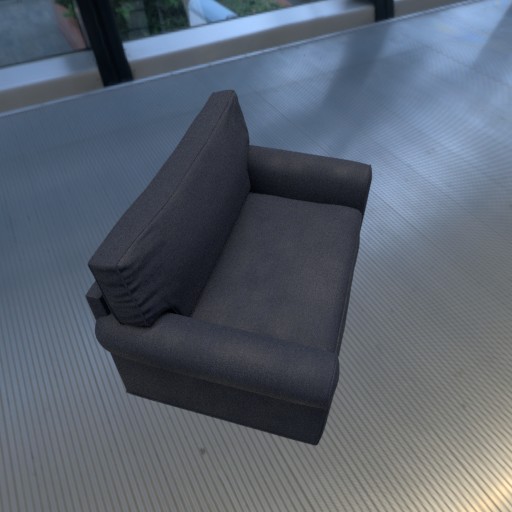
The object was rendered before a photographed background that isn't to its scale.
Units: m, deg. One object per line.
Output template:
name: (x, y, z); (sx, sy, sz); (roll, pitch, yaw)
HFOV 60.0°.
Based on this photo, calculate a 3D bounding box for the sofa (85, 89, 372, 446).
sofa: (0.000, 0.000, 2.109); (0.938, 1.004, 1.405); (11, 47, 11)
